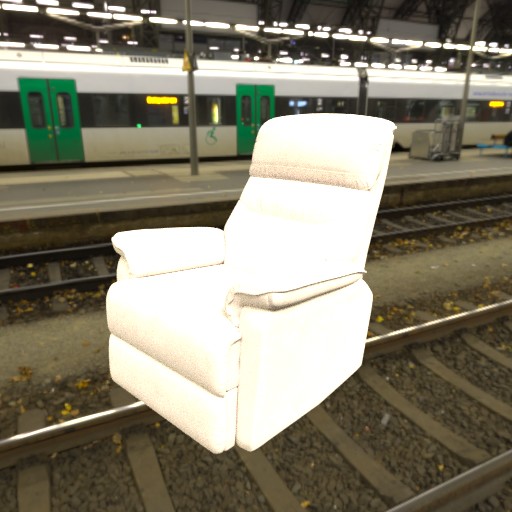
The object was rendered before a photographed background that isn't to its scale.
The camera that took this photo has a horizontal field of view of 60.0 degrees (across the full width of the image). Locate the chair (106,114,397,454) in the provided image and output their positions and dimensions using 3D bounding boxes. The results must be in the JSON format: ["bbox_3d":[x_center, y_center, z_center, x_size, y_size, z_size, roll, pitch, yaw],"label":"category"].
[{"bbox_3d":[0.000,0.000,1.699,0.820,1.039,1.001,16,23,40],"label":"chair"}]
